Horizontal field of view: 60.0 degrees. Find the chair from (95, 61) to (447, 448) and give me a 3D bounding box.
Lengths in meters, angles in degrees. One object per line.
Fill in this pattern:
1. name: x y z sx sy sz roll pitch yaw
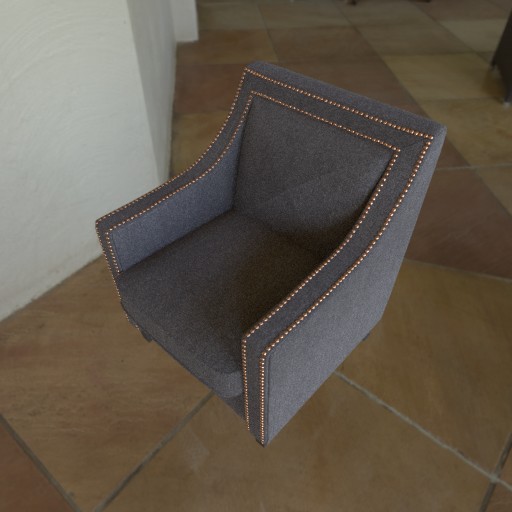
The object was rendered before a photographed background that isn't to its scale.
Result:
1. chair: 0.000 0.000 1.590 0.776 0.967 0.884 33 53 29
